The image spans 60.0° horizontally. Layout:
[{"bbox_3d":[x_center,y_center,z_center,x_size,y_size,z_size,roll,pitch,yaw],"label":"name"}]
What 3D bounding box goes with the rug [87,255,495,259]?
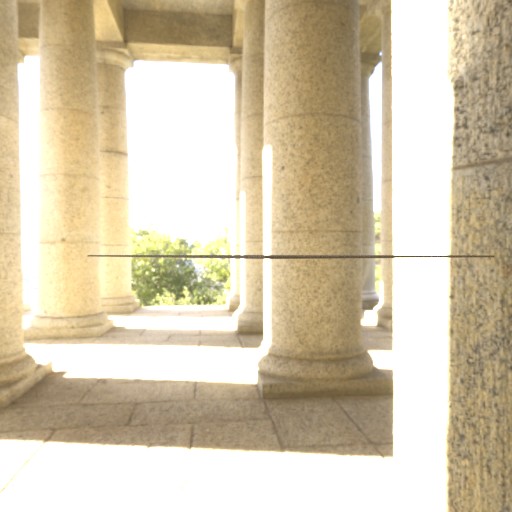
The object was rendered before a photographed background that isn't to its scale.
[{"bbox_3d":[0.000,0.000,2.861,1.524,0.011,2.286,0,0,-35],"label":"rug"}]
